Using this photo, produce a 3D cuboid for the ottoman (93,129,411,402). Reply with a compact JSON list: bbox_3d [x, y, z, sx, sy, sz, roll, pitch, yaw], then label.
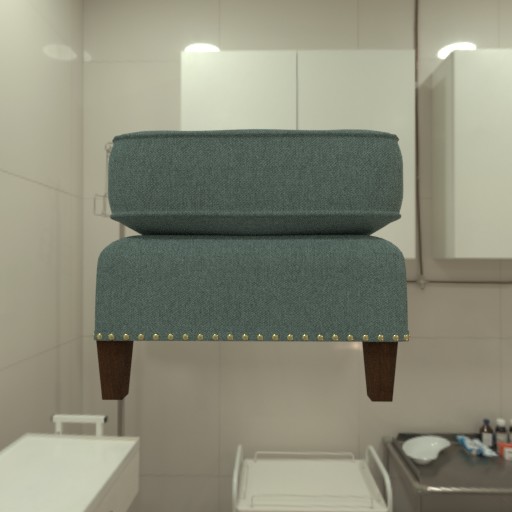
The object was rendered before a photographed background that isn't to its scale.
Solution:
[{"bbox_3d":[0.000,0.000,1.157,0.589,0.537,0.738,0,-1,1],"label":"ottoman"}]
